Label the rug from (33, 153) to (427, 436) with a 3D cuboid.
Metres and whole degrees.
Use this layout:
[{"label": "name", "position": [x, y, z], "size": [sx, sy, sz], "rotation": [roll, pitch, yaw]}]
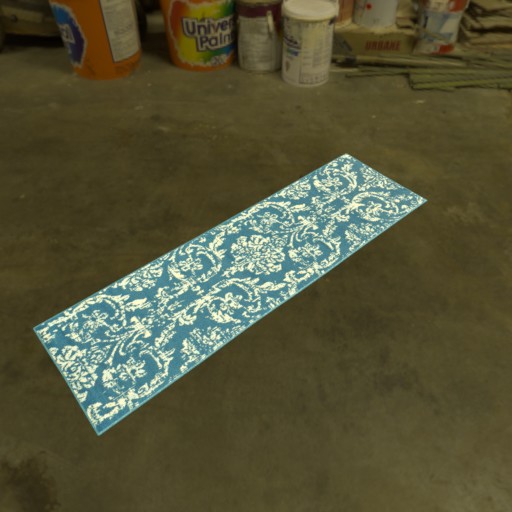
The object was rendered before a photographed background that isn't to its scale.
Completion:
[{"label": "rug", "position": [0.000, 0.000, 2.394], "size": [2.196, 0.011, 0.662], "rotation": [-32, 55, -26]}]
